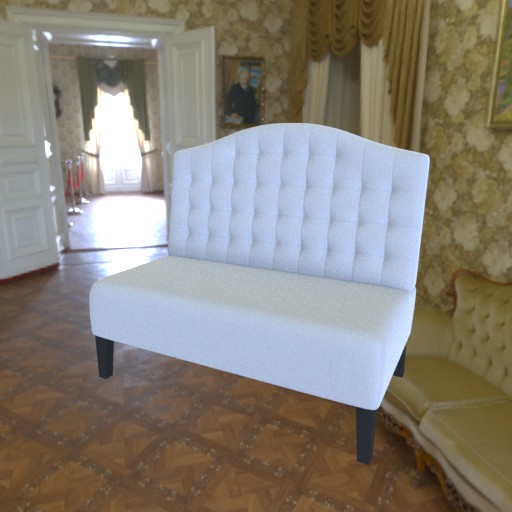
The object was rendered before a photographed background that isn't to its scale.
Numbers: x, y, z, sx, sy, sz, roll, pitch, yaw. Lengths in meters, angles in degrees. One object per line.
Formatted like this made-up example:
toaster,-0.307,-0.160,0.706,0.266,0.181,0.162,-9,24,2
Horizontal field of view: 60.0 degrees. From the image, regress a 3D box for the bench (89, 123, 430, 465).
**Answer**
bench,0.000,0.000,2.020,1.335,1.180,0.815,8,17,26
